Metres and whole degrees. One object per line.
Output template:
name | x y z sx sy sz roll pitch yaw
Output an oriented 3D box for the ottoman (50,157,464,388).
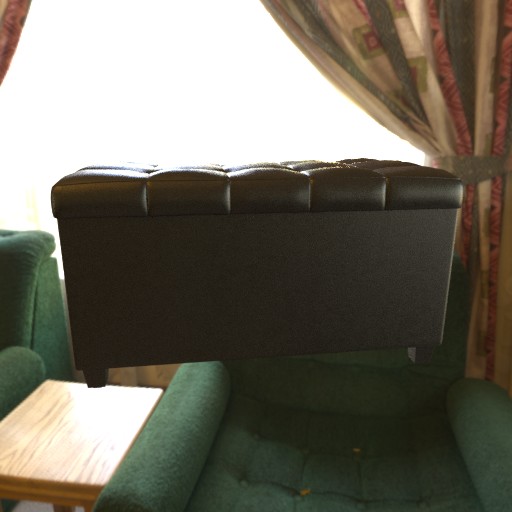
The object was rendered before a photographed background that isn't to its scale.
ottoman | 0.000 0.000 1.123 0.838 0.470 0.432 -2 16 -8
